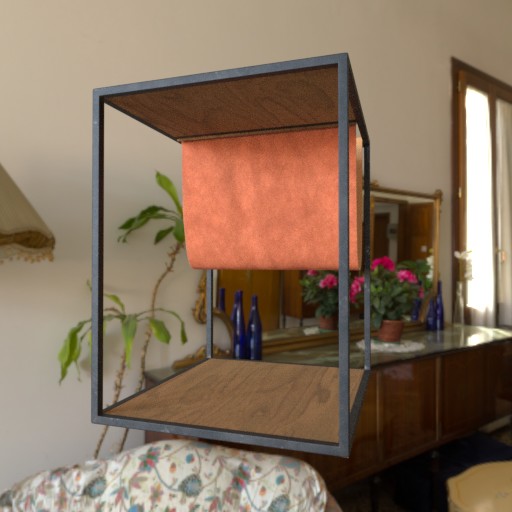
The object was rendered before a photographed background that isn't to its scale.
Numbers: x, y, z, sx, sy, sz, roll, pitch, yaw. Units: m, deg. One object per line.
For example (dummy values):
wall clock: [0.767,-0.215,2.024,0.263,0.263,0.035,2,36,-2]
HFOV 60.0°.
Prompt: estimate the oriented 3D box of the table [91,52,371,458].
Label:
table: [0.000,0.000,0.852,0.399,0.536,0.450,0,-1,18]
